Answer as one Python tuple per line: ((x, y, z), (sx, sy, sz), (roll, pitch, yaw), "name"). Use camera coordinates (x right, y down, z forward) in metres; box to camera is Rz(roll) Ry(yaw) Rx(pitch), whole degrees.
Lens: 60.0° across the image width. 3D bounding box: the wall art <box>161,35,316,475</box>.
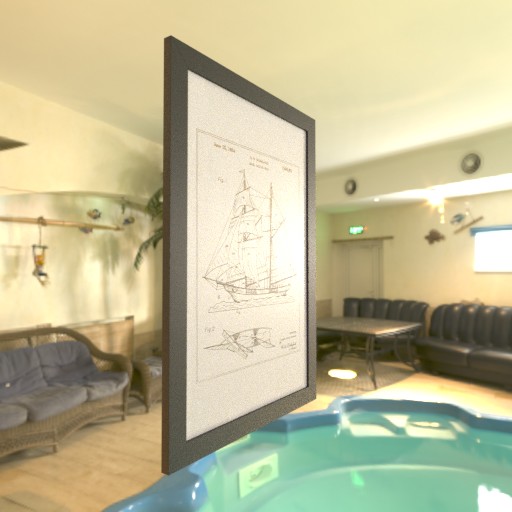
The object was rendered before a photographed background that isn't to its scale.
((0.000, 0.000, 0.695), (0.013, 0.534, 0.381), (-1, -2, 35), "wall art")
